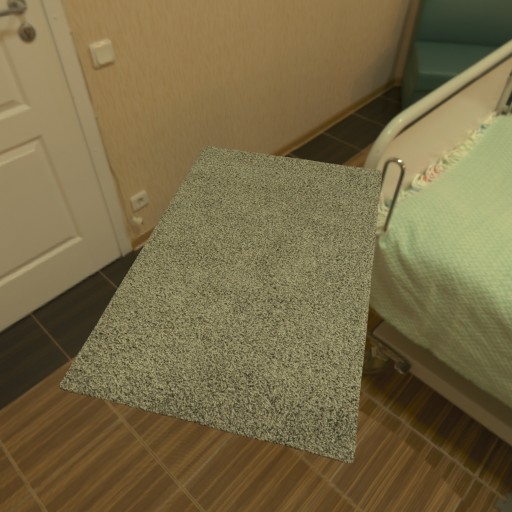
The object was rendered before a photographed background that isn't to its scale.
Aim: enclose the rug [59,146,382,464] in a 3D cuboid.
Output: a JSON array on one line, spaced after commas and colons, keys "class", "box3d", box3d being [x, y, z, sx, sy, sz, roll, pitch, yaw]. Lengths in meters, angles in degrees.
[{"class": "rug", "box3d": [0.000, 0.000, 3.447, 1.778, 0.030, 2.743, 10, 47, 10]}]
